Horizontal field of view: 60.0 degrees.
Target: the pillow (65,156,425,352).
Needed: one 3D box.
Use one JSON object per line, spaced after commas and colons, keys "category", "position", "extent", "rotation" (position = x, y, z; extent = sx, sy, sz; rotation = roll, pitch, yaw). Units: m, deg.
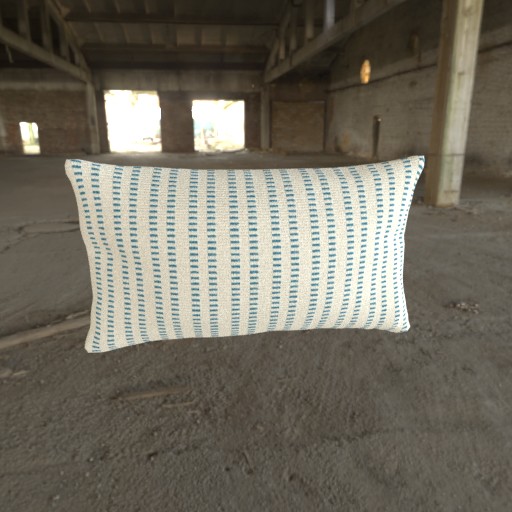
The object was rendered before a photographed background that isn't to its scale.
{"category": "pillow", "position": [0.000, 0.000, 0.811], "extent": [0.640, 0.353, 0.210], "rotation": [-2, 16, -8]}
